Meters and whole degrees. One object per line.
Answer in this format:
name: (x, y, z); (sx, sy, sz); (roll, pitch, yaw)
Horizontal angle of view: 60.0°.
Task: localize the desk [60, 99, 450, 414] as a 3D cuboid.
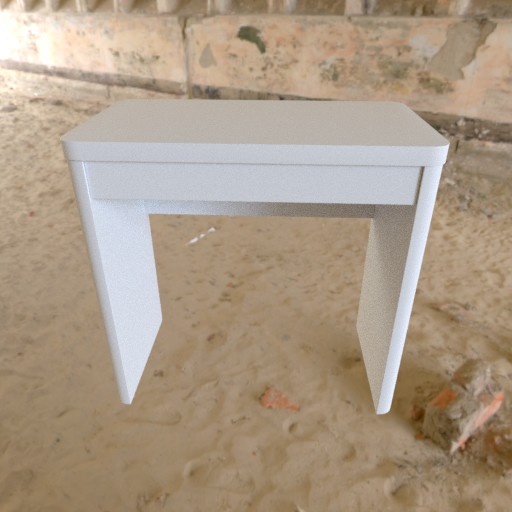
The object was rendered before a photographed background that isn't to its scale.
desk: (0.000, 0.000, 1.249); (0.790, 0.760, 0.446); (1, 30, 3)
